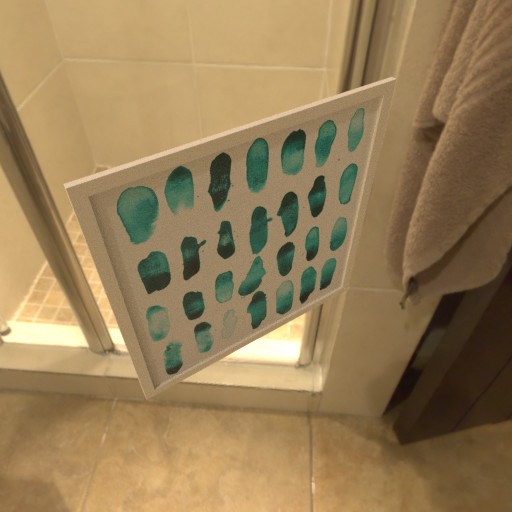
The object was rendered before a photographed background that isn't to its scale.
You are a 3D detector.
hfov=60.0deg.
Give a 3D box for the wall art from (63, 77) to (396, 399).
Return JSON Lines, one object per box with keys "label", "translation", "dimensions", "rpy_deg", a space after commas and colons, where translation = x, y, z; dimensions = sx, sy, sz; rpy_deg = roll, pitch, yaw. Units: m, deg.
{"label": "wall art", "translation": [0.000, 0.000, 0.694], "dimensions": [0.456, 0.457, 0.009], "rpy_deg": [-25, 51, -22]}
